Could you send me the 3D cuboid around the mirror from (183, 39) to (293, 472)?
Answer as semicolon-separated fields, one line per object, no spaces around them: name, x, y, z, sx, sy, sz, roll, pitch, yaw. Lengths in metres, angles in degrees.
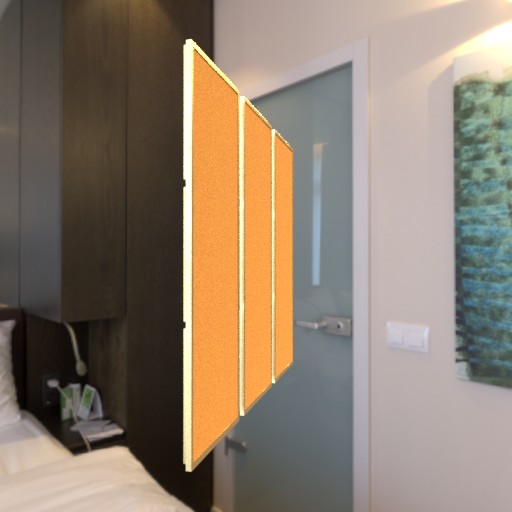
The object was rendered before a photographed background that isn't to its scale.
mirror;0.000;0.000;1.435;0.023;0.926;1.011;0;0;17
